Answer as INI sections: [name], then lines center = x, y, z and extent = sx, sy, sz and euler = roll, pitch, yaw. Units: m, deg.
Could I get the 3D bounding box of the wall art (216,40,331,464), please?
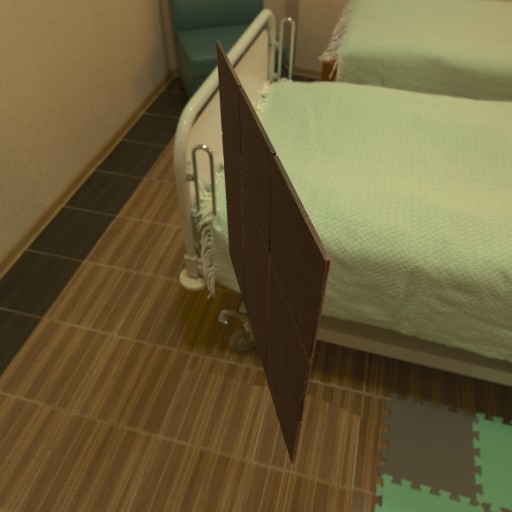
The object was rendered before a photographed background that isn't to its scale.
[wall art]
center = 0.000, 0.000, 1.768
extent = 0.013, 1.213, 1.215
euler = -11, 47, -10
